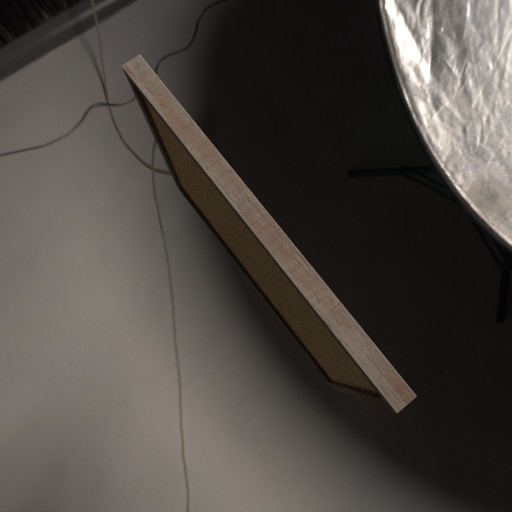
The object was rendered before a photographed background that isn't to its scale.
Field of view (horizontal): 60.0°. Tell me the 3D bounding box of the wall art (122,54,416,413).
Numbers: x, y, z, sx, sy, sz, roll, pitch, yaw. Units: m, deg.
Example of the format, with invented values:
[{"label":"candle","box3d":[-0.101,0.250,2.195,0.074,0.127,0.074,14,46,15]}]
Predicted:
[{"label":"wall art","box3d":[0.000,0.000,1.787,0.070,1.009,1.320,-37,79,-8]}]
